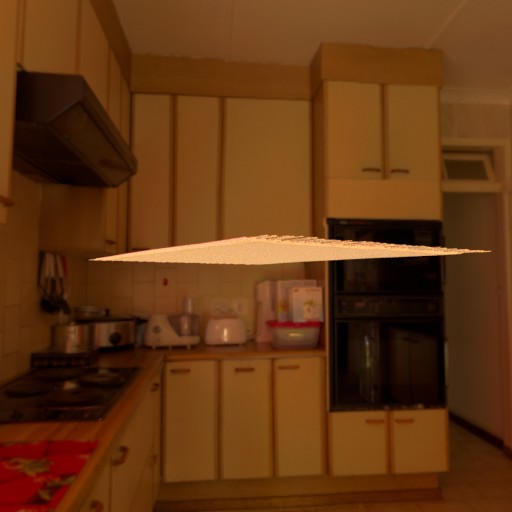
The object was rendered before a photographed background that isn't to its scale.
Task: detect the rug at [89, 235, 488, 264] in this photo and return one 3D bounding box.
[{"bbox_3d":[0.000,0.000,3.081,1.619,0.023,2.465,2,-4,-35],"label":"rug"}]
